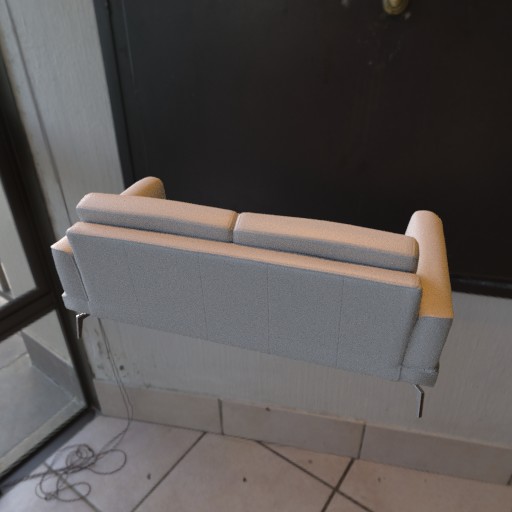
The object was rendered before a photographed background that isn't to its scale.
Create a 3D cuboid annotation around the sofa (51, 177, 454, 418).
[{"bbox_3d":[0.000,0.000,2.717,2.177,0.930,1.121,9,34,14],"label":"sofa"}]
